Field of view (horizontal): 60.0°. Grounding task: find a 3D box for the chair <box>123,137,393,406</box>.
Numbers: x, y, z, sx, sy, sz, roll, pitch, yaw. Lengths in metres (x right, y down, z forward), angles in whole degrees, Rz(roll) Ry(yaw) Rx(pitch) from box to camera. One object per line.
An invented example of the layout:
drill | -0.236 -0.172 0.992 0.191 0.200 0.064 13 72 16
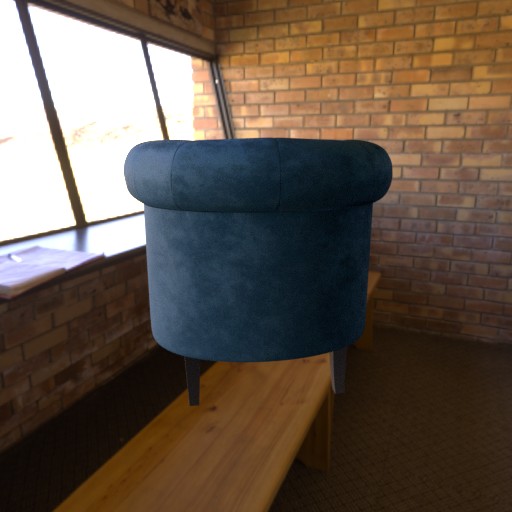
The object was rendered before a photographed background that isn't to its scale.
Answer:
chair | 0.000 0.000 1.616 0.904 0.826 0.851 -2 14 -8
